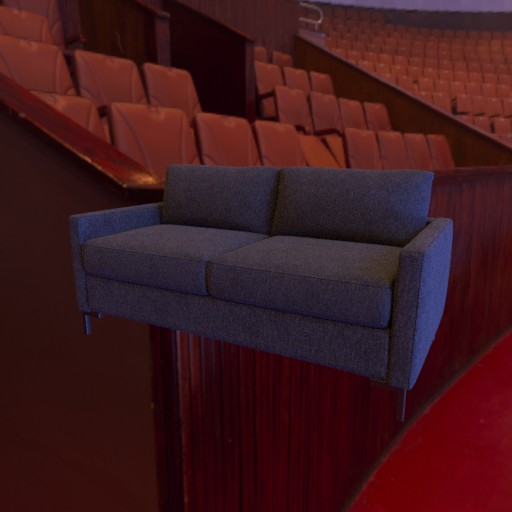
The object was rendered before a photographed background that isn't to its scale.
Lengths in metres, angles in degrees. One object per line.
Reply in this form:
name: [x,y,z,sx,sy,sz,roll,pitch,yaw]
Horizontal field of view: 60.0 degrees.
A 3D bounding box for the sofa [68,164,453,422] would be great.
sofa: [0.000,0.000,2.199,1.716,0.862,0.866,7,15,28]
